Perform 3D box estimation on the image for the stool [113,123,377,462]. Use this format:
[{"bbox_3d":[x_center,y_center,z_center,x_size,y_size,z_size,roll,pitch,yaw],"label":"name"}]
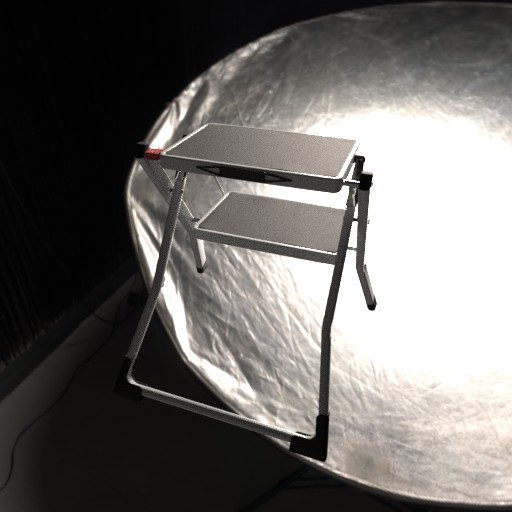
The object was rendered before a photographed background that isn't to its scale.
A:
[{"bbox_3d":[0.000,0.000,0.882,0.485,0.445,0.490,11,35,17],"label":"stool"}]
